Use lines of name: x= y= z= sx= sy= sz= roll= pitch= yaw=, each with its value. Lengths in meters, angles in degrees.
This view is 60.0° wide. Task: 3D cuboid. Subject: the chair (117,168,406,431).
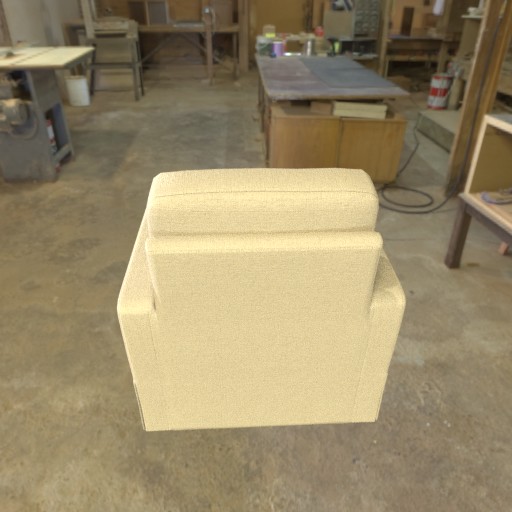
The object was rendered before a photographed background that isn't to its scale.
chair: x=0.000 y=0.000 z=1.519 sx=0.755 sy=0.827 sz=0.888 roll=-1 pitch=30 yaw=-2
